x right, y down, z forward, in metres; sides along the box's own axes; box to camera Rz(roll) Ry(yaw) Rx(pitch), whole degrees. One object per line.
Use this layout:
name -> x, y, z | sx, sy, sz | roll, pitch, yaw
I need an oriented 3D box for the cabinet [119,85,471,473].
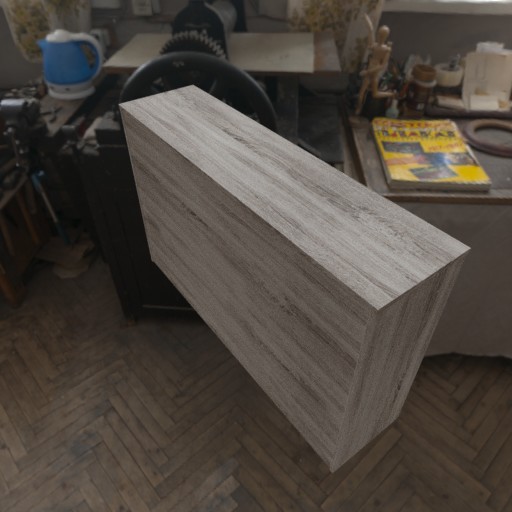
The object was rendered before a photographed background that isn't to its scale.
cabinet -> 0.000, 0.000, 1.838 | 0.380, 0.900, 1.450 | -26, 48, -27
